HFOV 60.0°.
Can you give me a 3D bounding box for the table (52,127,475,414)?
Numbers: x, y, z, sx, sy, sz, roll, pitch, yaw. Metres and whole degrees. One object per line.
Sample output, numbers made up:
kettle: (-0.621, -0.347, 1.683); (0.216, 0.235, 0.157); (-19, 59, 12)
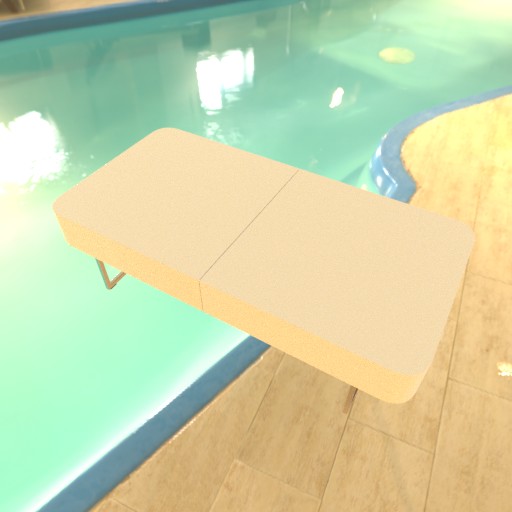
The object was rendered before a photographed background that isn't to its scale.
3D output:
table: (0.000, 0.000, 1.480); (1.200, 0.340, 0.600); (23, 50, 21)
